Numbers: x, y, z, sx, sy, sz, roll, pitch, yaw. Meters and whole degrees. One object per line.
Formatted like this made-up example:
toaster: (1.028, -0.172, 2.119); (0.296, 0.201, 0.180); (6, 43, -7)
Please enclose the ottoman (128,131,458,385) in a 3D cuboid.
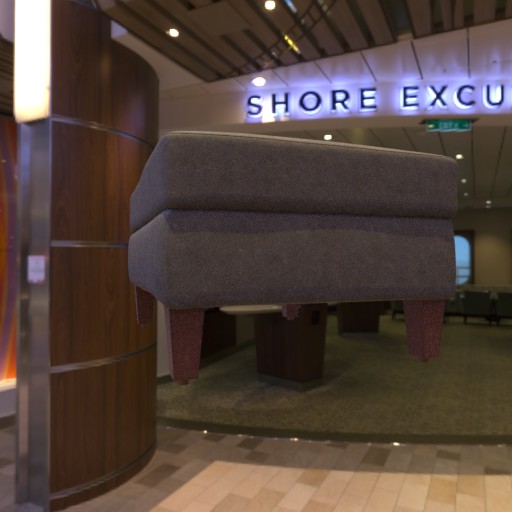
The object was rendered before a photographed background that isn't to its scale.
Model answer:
ottoman: (0.000, 0.000, 1.220); (0.639, 0.464, 0.839); (0, -1, -20)
